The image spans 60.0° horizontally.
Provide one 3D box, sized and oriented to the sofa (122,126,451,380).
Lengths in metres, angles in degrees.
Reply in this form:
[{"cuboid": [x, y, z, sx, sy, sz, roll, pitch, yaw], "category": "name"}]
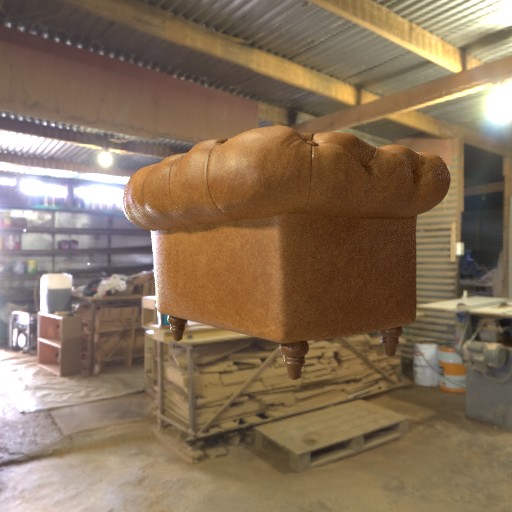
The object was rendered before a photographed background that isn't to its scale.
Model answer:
[{"cuboid": [0.000, 0.000, 2.050, 1.033, 0.878, 1.405, 0, 0, -37], "category": "sofa"}]
